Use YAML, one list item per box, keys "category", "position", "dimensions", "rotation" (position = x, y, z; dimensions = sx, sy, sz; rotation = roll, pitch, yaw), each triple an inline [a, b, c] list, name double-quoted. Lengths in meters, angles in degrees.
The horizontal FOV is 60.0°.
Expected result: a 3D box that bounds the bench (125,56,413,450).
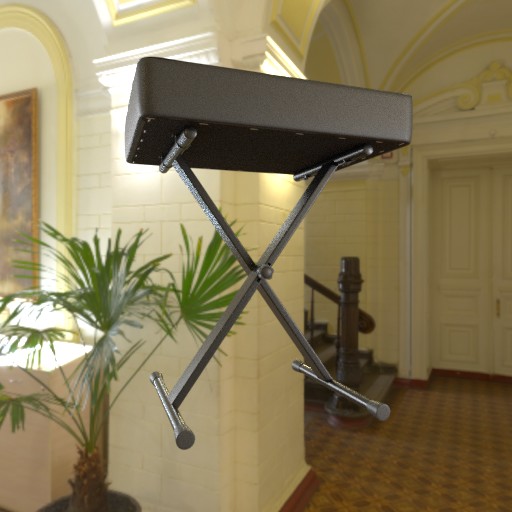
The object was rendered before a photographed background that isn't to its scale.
- category: "bench"
  position: [0.000, 0.000, 0.769]
  dimensions: [0.424, 0.500, 0.321]
  rotation: [0, 0, -20]
